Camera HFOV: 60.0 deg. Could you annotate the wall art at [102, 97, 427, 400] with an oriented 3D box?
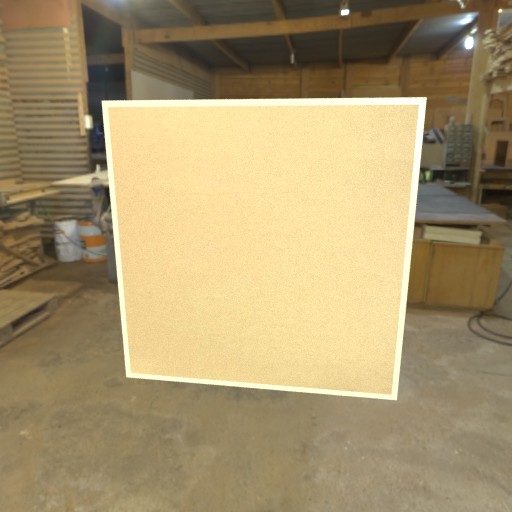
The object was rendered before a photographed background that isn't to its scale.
[{"bbox_3d":[0.000,0.000,0.835,0.557,0.557,0.012,2,16,8],"label":"wall art"}]
